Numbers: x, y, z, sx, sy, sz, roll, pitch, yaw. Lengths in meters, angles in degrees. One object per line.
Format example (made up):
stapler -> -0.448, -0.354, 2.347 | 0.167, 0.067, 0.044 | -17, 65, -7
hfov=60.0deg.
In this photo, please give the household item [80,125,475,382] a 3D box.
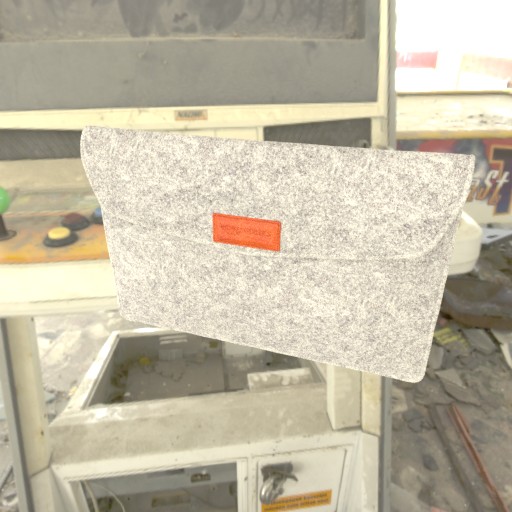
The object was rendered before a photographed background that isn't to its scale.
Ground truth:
household item -> 0.000, 0.000, 0.419 | 0.335, 0.221, 0.057 | 9, 29, 17
